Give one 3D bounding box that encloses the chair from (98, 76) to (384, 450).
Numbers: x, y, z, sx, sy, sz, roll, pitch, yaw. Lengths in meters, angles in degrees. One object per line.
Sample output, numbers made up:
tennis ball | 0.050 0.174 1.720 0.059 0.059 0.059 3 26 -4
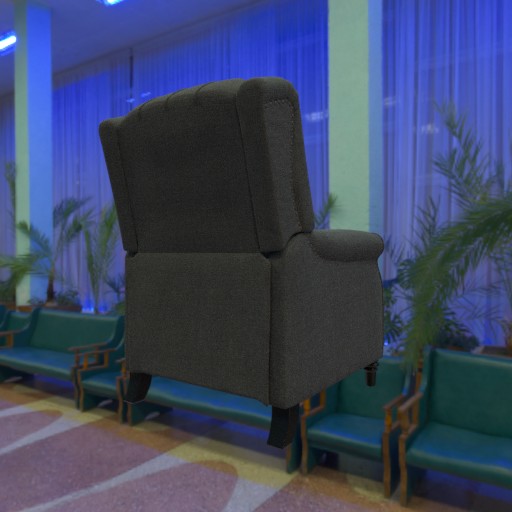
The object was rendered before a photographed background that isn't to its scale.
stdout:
chair | 0.000 0.000 1.643 0.742 1.035 0.898 0 1 36
